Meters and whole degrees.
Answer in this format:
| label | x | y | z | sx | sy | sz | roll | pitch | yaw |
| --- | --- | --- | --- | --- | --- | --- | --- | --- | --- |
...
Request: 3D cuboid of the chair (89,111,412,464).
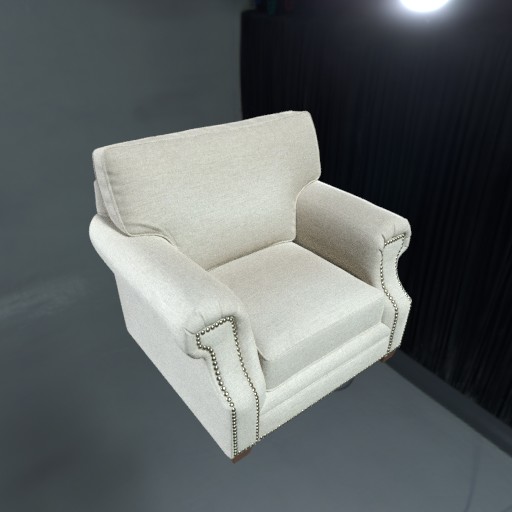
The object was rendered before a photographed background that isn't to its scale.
| label | x | y | z | sx | sy | sz | roll | pitch | yaw |
| --- | --- | --- | --- | --- | --- | --- | --- | --- | --- |
| chair | 0.000 | 0.000 | 1.837 | 1.092 | 0.961 | 0.965 | -22 | 37 | -32 |
